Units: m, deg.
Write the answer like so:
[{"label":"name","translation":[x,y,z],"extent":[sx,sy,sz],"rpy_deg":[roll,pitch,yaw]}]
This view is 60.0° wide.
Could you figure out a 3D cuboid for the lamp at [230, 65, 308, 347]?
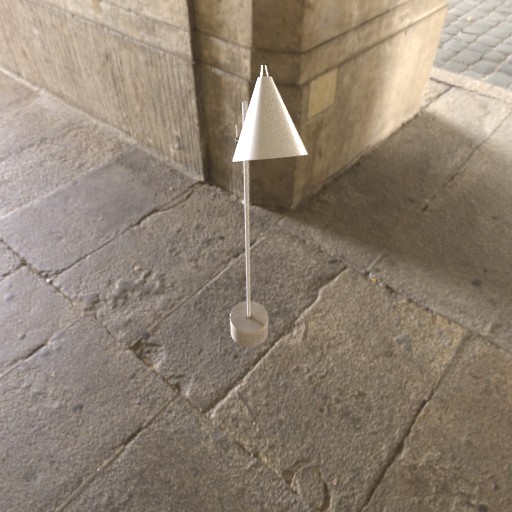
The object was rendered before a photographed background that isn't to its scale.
[{"label":"lamp","translation":[0.000,0.000,1.602],"extent":[0.223,1.430,0.508],"rpy_deg":[-4,46,-4]}]
